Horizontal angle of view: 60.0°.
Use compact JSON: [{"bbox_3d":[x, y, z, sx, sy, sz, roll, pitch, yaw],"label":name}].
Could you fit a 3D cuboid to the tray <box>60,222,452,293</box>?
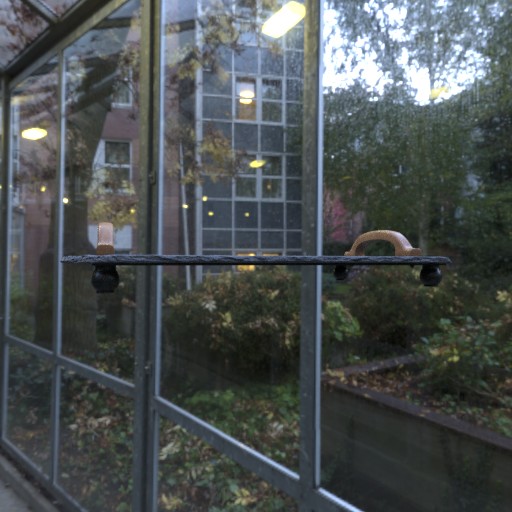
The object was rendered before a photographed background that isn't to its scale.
[{"bbox_3d":[0.000,0.000,0.479,0.387,0.062,0.231,0,-1,-19],"label":"tray"}]
